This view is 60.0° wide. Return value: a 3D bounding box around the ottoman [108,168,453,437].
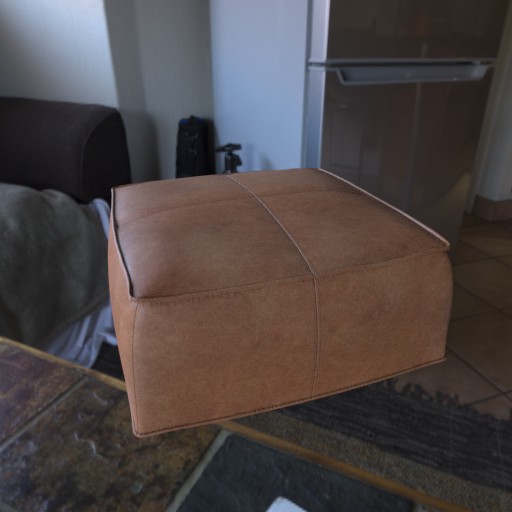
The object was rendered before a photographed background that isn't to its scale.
[{"bbox_3d":[0.000,0.000,1.404,0.902,0.395,0.901,-9,28,-17],"label":"ottoman"}]
